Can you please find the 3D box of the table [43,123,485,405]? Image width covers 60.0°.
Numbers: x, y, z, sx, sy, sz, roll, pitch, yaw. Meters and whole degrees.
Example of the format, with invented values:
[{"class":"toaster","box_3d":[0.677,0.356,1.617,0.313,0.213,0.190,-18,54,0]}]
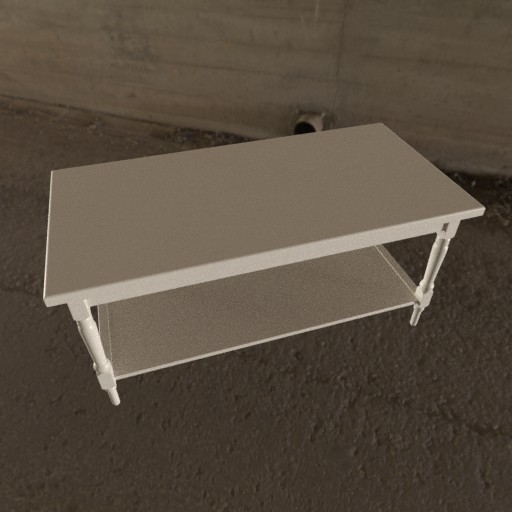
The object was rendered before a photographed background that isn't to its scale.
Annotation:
[{"class":"table","box_3d":[0.000,0.000,1.415,1.107,0.510,0.550,-12,42,-13]}]
